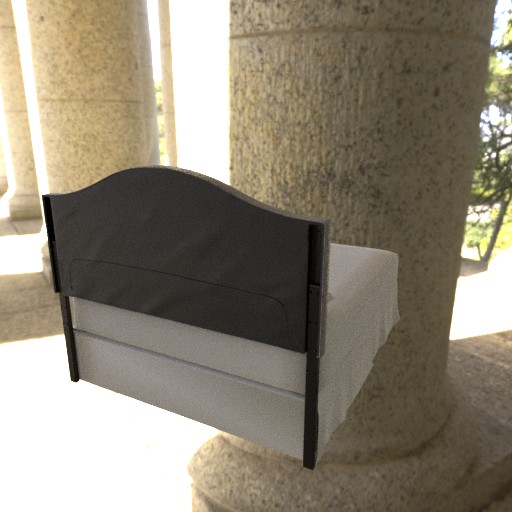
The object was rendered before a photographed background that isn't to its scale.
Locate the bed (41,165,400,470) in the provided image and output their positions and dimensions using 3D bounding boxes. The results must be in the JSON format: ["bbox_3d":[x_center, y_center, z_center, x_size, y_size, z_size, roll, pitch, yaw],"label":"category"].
[{"bbox_3d":[0.000,0.000,2.900,1.610,1.295,1.870,8,18,27],"label":"bed"}]
